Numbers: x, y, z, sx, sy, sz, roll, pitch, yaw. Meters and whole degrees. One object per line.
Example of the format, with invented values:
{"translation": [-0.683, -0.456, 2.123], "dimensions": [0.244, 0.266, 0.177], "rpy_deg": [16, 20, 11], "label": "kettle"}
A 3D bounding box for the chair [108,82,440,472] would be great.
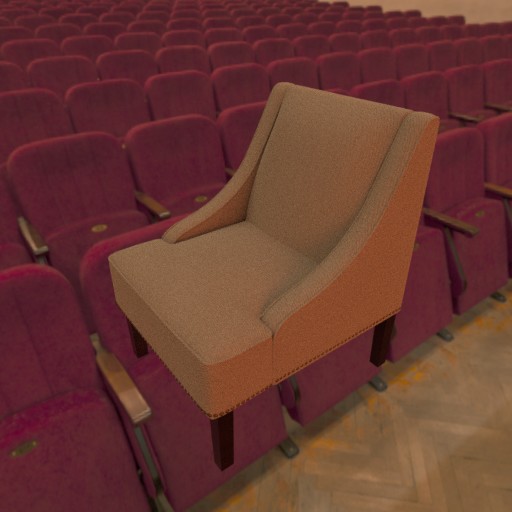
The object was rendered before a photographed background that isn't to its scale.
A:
{"translation": [0.000, 0.000, 1.376], "dimensions": [0.748, 0.872, 0.628], "rpy_deg": [-21, 37, -31], "label": "chair"}
